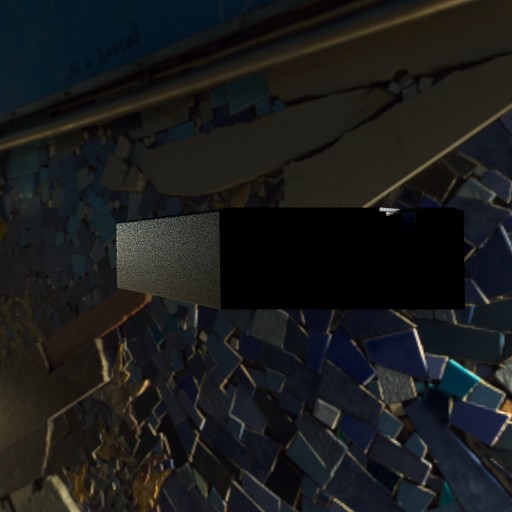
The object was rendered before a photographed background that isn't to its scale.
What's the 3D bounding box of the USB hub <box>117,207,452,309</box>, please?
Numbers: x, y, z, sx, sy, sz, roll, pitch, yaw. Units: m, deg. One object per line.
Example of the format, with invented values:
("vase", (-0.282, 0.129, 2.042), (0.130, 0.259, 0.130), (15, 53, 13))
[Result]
("USB hub", (0.000, 0.000, 0.126), (0.044, 0.023, 0.110), (-1, 1, -37))
